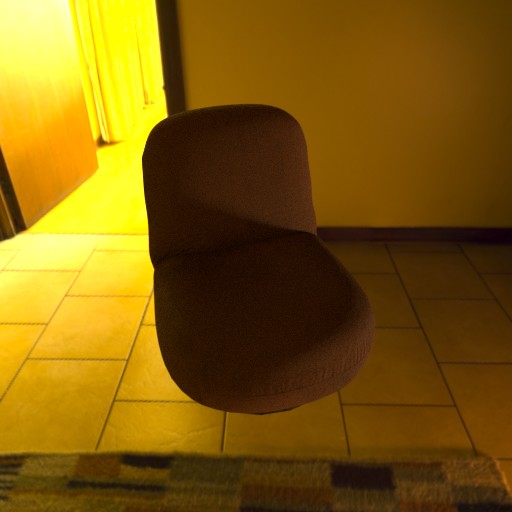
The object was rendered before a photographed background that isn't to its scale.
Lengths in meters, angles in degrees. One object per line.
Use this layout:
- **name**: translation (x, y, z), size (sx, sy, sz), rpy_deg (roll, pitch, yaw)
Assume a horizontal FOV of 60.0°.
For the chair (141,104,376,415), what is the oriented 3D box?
- **chair**: translation (0.000, 0.000, 1.065), size (0.521, 0.594, 0.597), rpy_deg (-11, 34, -16)
